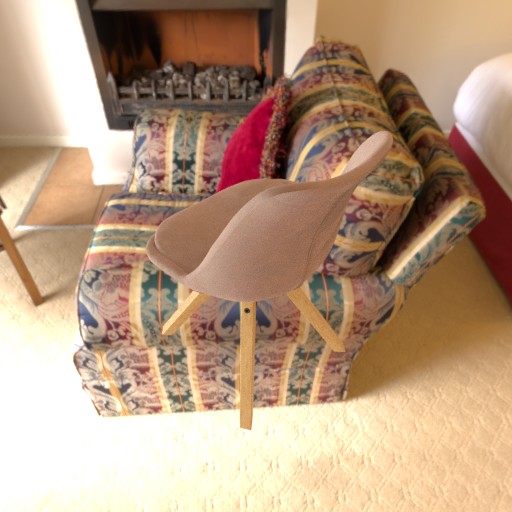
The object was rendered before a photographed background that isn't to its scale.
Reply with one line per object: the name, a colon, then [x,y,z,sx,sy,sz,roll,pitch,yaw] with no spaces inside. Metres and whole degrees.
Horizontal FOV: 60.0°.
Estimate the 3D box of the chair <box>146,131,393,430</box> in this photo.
chair: [0.000,0.000,1.173,0.485,0.850,0.550,-31,53,-27]
